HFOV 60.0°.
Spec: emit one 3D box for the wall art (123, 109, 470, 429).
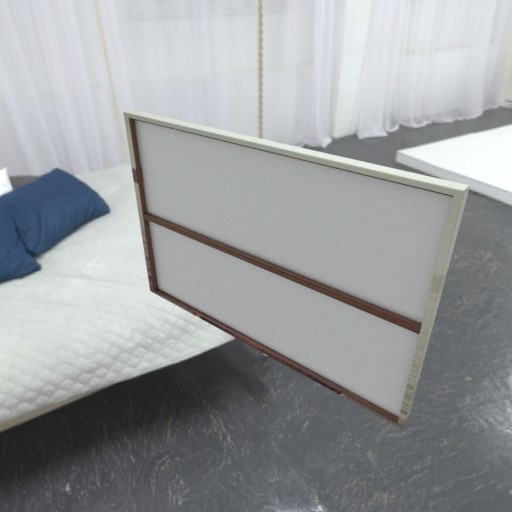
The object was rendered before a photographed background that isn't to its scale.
[{"bbox_3d":[0.000,0.000,1.446,1.149,0.765,0.040,22,37,32],"label":"wall art"}]
